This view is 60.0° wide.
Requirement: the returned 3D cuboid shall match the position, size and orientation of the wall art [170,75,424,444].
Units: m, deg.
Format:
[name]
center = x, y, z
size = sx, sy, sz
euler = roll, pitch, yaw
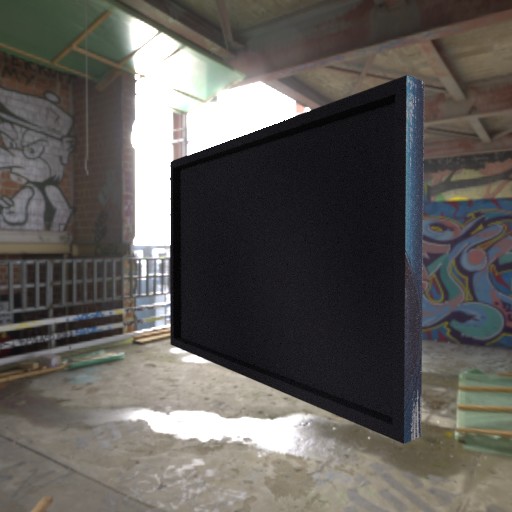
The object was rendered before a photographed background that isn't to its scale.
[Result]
[wall art]
center = 0.000, 0.000, 0.743
size = 0.033, 0.406, 0.609
euler = -1, 2, -36
